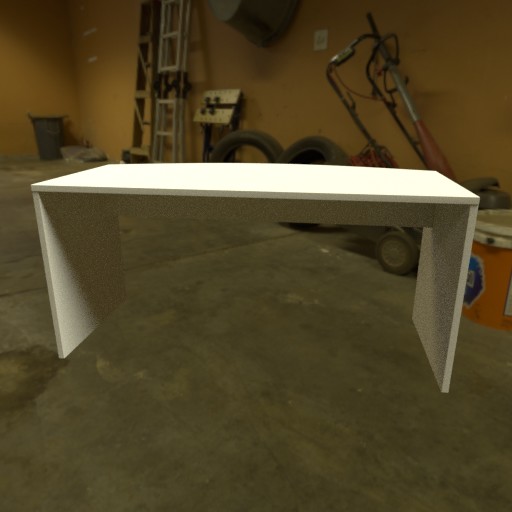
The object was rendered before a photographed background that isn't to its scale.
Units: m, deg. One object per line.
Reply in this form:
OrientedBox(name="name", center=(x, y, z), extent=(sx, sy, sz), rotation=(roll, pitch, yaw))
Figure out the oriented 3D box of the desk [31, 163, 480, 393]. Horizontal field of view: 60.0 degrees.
OrientedBox(name="desk", center=(0.000, 0.000, 2.053), extent=(1.600, 0.750, 0.802), rotation=(3, 19, 8))
